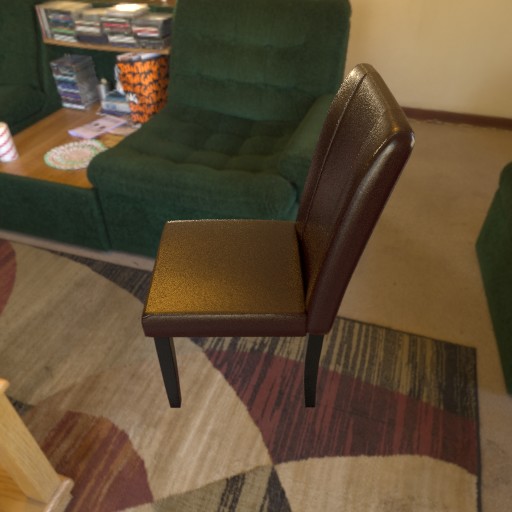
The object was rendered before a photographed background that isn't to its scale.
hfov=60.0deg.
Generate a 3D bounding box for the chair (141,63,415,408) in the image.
[{"bbox_3d":[0.000,0.000,1.188,0.556,0.897,0.399,0,40,0],"label":"chair"}]
